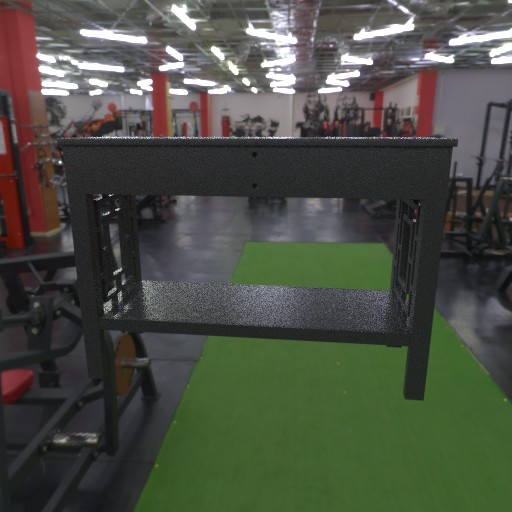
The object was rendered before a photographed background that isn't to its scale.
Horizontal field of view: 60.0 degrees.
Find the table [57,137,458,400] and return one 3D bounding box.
[{"bbox_3d":[0.000,0.000,1.460,1.068,0.753,0.397,2,16,7],"label":"table"}]
